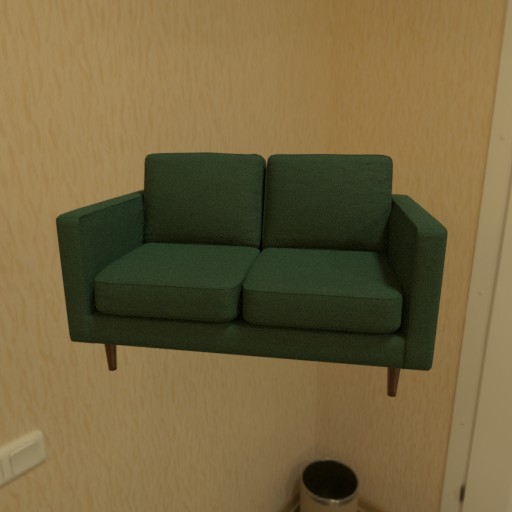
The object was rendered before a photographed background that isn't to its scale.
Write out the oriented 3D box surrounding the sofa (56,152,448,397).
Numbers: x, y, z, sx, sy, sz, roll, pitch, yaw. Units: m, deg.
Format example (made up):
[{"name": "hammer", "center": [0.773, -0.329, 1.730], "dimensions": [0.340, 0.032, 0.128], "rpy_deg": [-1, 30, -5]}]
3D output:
[{"name": "sofa", "center": [0.000, 0.000, 2.019], "dimensions": [1.430, 0.899, 0.879], "rpy_deg": [3, 16, 9]}]
